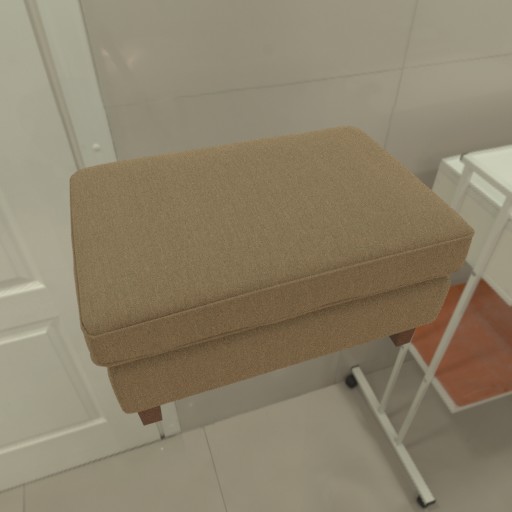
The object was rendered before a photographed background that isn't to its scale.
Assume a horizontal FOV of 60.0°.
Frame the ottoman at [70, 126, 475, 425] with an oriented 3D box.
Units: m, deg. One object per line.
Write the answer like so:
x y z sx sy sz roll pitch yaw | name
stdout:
0.000 0.000 1.291 0.945 0.521 0.636 -13 44 -14 | ottoman
